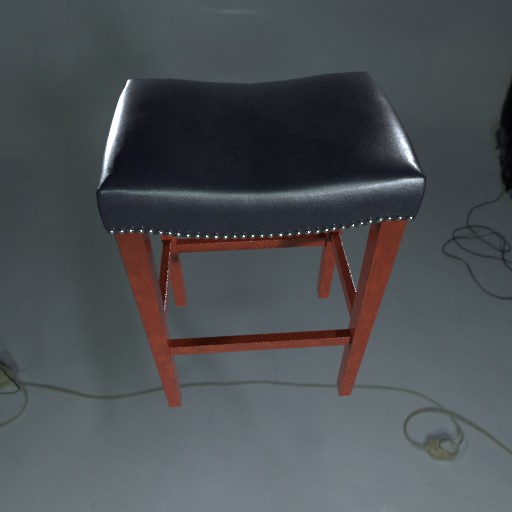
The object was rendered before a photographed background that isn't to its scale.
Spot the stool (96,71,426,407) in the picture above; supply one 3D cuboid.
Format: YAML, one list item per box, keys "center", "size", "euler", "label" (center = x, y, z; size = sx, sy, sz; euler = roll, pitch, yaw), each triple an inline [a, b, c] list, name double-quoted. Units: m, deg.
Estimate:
- center: [0.000, 0.000, 1.023]
  size: [0.504, 0.742, 0.372]
  euler: [-3, 47, -3]
  label: "stool"
